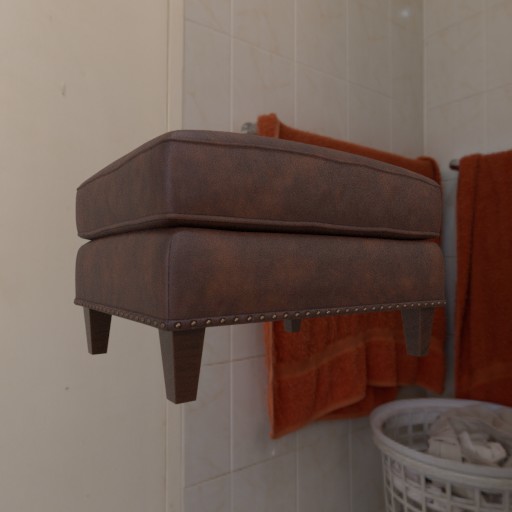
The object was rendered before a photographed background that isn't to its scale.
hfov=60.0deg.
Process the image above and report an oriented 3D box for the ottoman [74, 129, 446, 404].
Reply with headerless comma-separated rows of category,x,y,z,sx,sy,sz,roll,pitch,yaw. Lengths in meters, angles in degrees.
ottoman,0.000,0.000,1.104,0.742,0.486,0.586,1,-2,-35
